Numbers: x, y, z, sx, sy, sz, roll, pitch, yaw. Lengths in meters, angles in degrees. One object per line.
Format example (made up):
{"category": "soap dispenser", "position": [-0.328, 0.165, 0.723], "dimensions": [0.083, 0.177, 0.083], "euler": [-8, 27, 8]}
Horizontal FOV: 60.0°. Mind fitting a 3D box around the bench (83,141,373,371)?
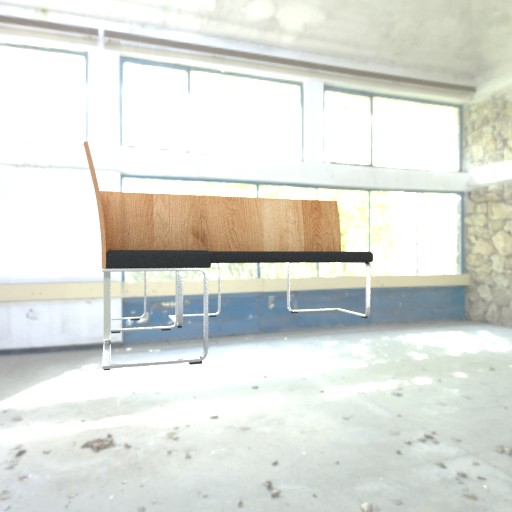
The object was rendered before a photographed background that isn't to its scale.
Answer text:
{"category": "bench", "position": [0.000, 0.000, 2.786], "dimensions": [1.945, 0.930, 1.495], "euler": [0, 0, -18]}
